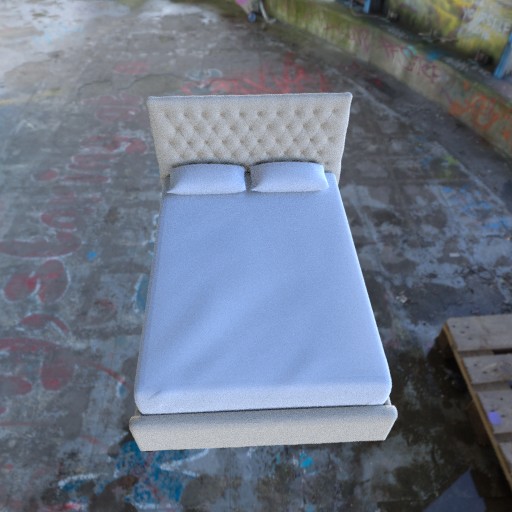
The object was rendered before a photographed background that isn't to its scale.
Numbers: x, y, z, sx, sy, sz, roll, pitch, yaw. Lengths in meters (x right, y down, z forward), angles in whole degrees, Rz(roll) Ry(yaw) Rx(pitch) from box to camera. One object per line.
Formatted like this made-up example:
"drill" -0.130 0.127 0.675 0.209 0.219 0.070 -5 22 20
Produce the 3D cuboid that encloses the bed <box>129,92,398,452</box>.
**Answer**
"bed" 0.000 0.000 3.364 1.698 1.427 2.387 -2 47 -2
